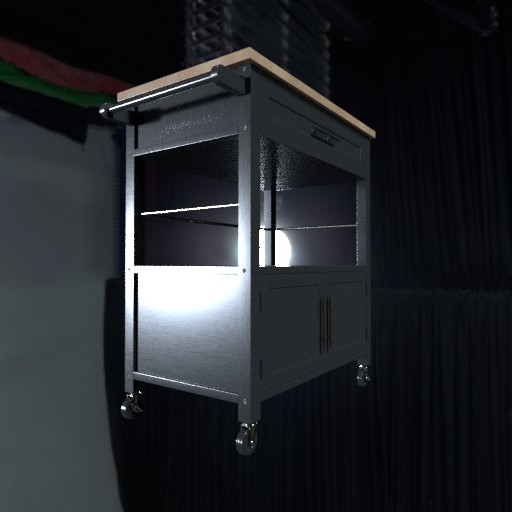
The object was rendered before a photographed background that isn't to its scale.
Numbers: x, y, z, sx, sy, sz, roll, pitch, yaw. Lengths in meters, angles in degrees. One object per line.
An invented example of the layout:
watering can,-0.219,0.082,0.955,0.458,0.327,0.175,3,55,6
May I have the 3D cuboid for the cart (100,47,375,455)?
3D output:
cart,0.000,0.000,1.373,0.459,0.901,0.840,-1,-1,35
